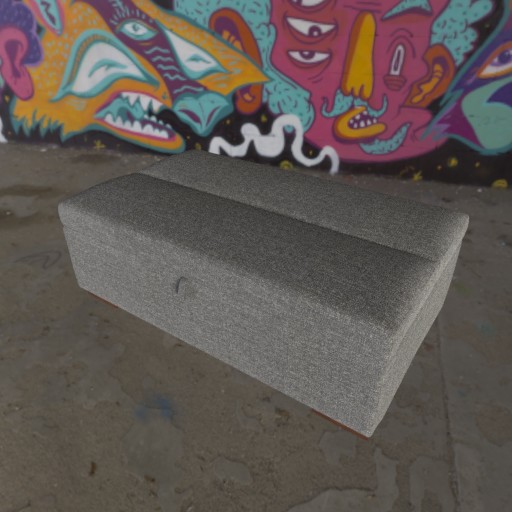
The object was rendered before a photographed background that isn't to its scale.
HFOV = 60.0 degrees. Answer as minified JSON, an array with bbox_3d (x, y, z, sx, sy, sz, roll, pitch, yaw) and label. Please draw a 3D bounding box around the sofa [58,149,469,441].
[{"bbox_3d":[0.000,0.000,1.591,1.198,0.417,0.782,20,37,29],"label":"sofa"}]
